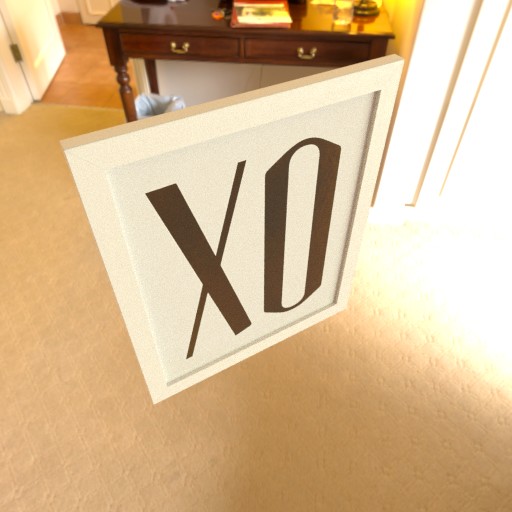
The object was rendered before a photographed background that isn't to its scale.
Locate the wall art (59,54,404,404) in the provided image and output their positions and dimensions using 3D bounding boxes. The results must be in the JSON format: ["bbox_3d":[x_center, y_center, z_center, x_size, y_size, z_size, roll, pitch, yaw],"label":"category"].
[{"bbox_3d":[0.000,0.000,0.706,0.444,0.536,0.020,-22,49,-21],"label":"wall art"}]
